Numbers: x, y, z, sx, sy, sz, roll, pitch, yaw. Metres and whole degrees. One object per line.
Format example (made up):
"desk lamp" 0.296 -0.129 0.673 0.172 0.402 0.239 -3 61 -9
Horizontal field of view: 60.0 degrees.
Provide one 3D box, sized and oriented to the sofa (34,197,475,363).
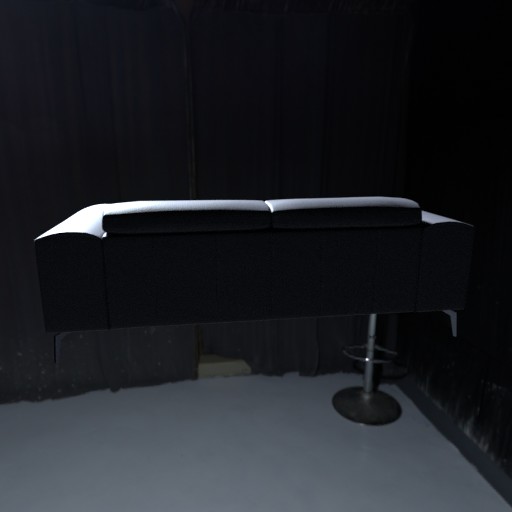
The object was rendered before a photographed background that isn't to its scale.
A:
"sofa" 0.000 0.000 2.825 2.330 0.814 1.048 -2 14 -8
